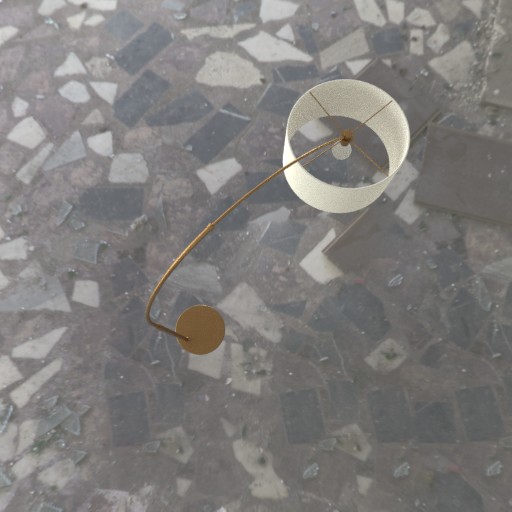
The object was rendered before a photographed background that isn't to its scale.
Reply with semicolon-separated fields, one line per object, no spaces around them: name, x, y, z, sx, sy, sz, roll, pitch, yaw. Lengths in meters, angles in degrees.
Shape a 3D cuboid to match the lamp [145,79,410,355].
lamp;0.000;0.000;2.512;1.434;1.927;0.493;-37;78;-9
